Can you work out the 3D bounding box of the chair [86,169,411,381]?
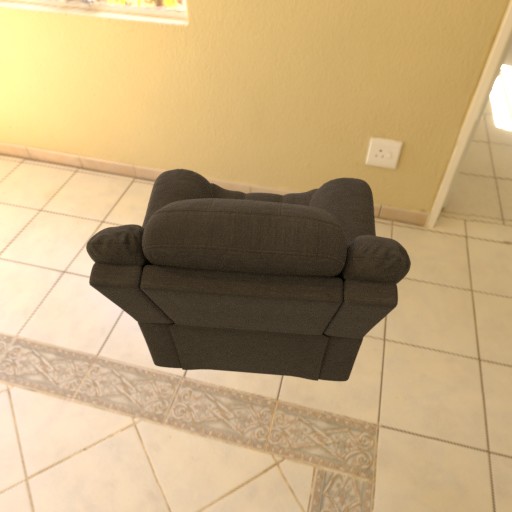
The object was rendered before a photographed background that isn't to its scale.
[{"bbox_3d":[0.000,0.000,1.704,0.899,1.008,0.944,4,47,3],"label":"chair"}]
